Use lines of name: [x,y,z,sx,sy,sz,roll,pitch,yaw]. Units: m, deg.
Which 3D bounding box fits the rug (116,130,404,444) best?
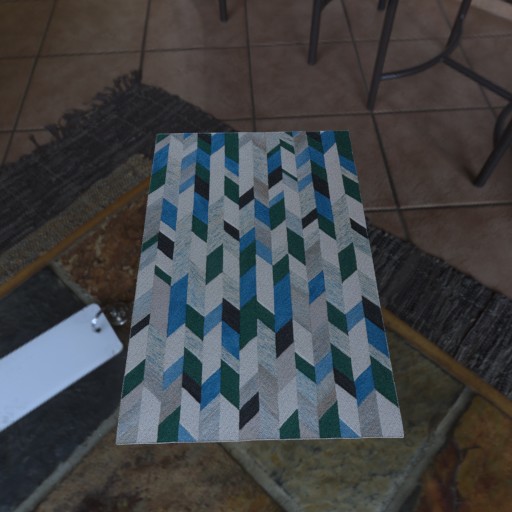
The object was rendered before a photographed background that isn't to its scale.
rug: [0.000,0.000,2.346,1.229,0.005,1.827,-1,59,-1]
